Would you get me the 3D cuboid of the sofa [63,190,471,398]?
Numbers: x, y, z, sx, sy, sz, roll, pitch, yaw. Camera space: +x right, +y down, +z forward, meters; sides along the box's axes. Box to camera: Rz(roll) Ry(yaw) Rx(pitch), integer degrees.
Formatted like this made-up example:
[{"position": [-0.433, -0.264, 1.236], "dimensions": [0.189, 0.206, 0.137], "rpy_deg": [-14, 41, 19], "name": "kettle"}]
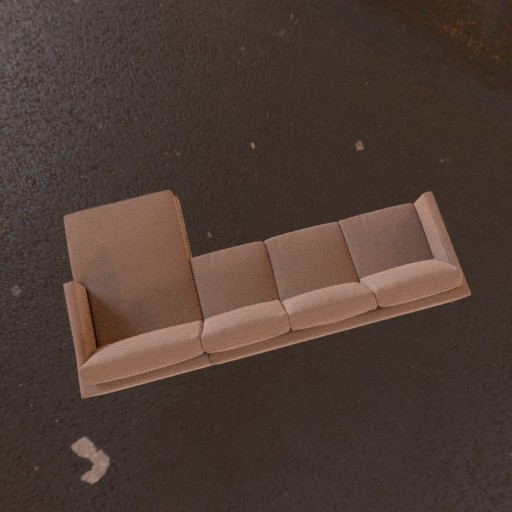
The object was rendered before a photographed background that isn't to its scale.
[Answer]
[{"position": [0.000, 0.000, 3.886], "dimensions": [3.186, 0.861, 1.625], "rpy_deg": [-14, 77, -3], "name": "sofa"}]
